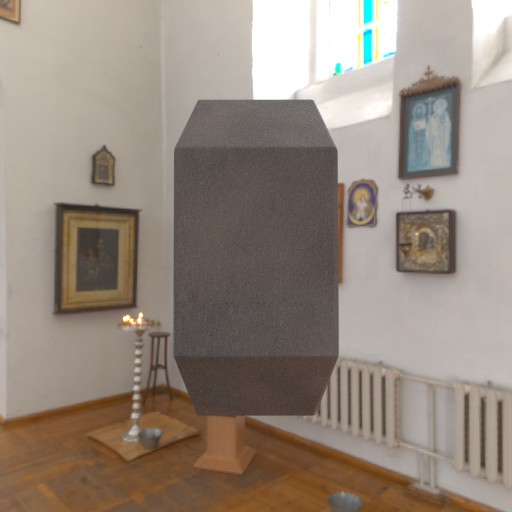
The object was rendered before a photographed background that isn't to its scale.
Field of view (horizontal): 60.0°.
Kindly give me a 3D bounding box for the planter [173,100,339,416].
[{"bbox_3d":[0.000,0.000,0.290,0.077,0.206,0.169,0,-2,0],"label":"planter"}]
